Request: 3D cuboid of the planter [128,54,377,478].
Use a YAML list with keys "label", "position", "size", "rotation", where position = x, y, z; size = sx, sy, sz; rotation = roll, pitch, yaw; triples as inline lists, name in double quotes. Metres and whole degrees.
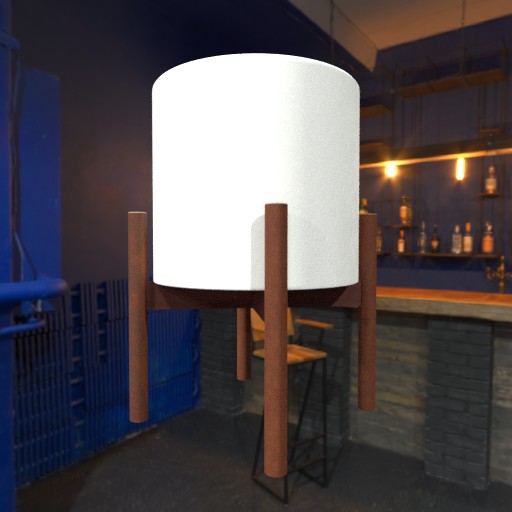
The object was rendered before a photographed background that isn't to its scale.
- label: "planter"
  position: [0.000, 0.000, 0.497]
  size: [0.224, 0.358, 0.224]
  rotation: [1, 2, 38]
